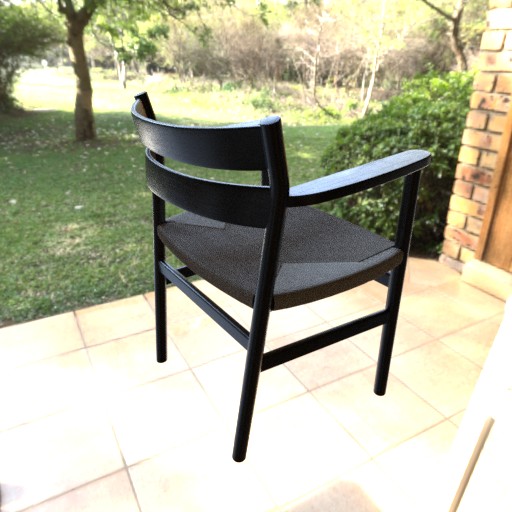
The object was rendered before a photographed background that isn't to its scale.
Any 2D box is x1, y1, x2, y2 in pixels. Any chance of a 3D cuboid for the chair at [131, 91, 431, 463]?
[{"bbox_3d":[0.000,0.000,1.139,0.508,0.775,0.630,-17,30,-31],"label":"chair"}]
